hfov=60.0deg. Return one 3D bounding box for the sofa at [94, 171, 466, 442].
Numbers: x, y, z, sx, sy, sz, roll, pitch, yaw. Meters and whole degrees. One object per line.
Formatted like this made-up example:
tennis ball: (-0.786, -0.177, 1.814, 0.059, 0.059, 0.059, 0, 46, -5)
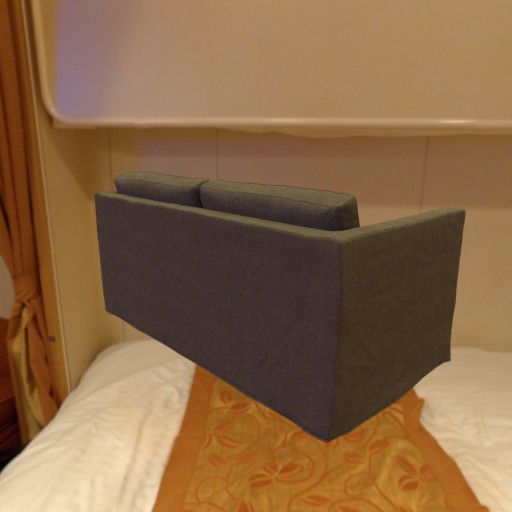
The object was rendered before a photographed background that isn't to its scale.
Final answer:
sofa: (0.000, 0.000, 2.356, 0.974, 0.854, 1.802, -13, 20, -42)
